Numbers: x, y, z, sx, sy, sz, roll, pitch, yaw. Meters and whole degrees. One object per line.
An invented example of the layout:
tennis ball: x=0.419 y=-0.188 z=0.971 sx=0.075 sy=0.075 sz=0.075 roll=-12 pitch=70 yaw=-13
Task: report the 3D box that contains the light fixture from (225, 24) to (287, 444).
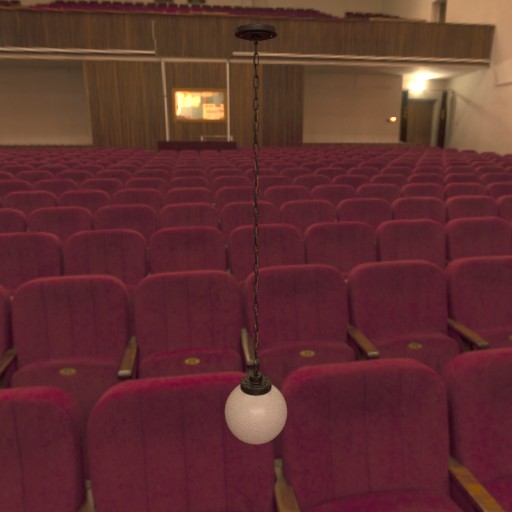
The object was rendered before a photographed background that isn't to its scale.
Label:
light fixture: x=0.000 y=0.000 z=1.995 sx=0.304 sy=1.867 sz=0.305 roll=-2 pitch=14 yaw=-8
